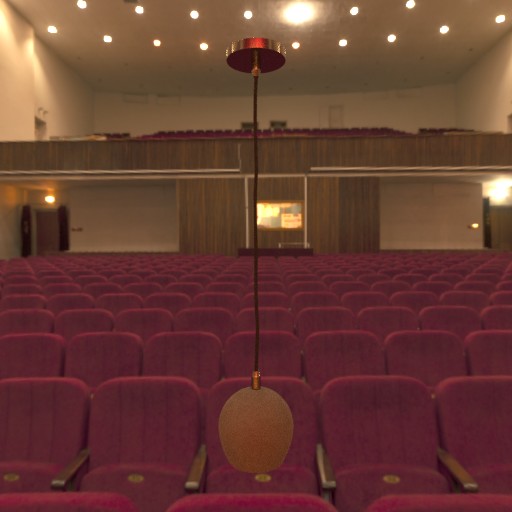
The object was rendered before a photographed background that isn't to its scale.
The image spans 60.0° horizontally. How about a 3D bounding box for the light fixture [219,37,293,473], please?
[{"bbox_3d":[0.000,0.000,0.829,0.139,0.764,0.139,0,0,2],"label":"light fixture"}]
